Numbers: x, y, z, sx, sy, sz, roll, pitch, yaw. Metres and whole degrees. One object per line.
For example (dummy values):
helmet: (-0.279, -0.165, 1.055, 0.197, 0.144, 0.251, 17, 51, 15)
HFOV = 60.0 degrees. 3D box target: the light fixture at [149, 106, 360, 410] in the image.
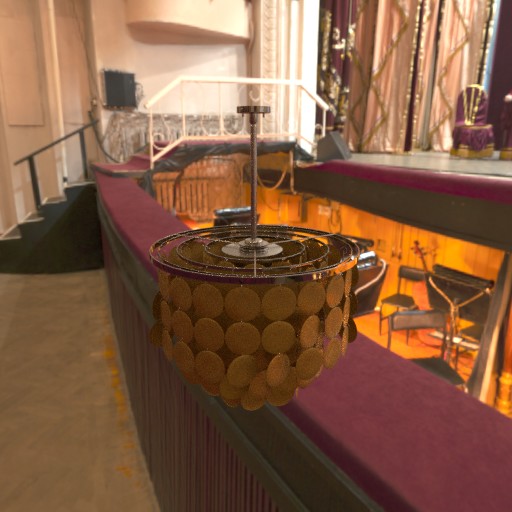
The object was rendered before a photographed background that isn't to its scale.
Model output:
light fixture: (0.000, 0.000, 0.770, 0.368, 0.492, 0.368, 0, 15, 0)
